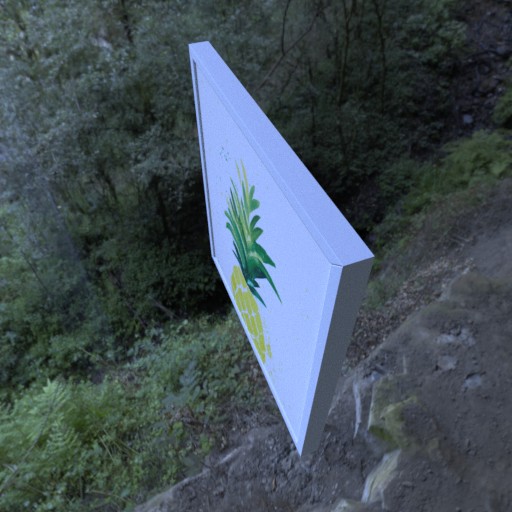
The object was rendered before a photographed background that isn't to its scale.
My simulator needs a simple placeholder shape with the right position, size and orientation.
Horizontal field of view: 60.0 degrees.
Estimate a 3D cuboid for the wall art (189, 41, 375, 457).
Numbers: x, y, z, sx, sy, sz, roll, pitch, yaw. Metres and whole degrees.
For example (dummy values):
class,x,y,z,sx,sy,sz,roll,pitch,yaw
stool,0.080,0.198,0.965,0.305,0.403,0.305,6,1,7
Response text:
class,x,y,z,sx,sy,sz,roll,pitch,yaw
wall art,0.000,0.000,0.451,0.020,0.307,0.307,-16,50,-14
